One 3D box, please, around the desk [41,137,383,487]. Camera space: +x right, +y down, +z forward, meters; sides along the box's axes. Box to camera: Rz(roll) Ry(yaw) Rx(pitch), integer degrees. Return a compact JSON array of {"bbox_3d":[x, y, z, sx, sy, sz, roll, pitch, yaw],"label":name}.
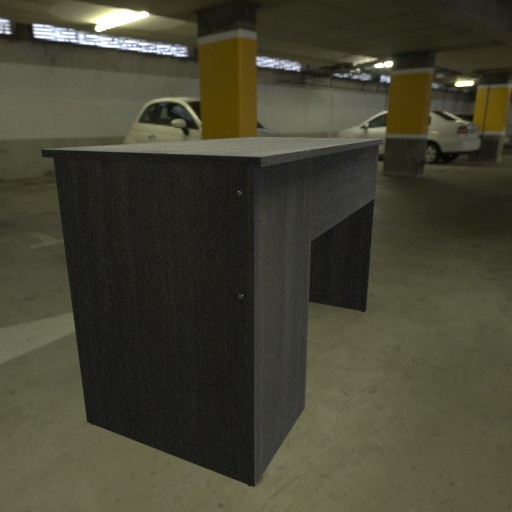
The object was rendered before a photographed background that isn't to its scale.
[{"bbox_3d":[0.000,0.000,1.472,0.560,0.730,1.096,8,18,25],"label":"desk"}]
